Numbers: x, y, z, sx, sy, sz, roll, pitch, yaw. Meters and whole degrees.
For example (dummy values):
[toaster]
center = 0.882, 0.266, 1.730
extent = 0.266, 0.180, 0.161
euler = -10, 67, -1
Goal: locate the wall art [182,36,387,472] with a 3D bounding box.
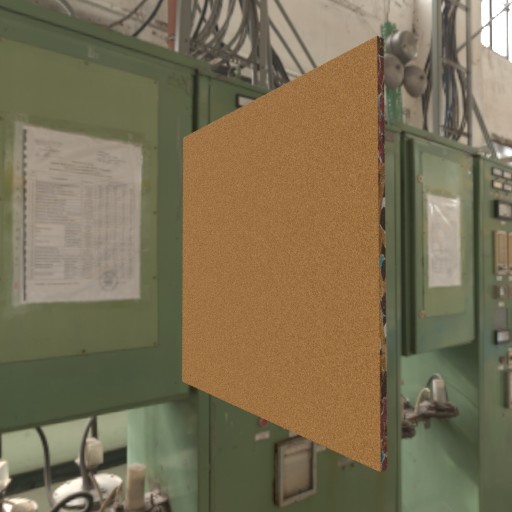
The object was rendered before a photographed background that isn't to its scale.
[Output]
[wall art]
center = 0.000, 0.000, 0.578
extent = 0.010, 0.406, 0.404
euler = 1, -2, -36
